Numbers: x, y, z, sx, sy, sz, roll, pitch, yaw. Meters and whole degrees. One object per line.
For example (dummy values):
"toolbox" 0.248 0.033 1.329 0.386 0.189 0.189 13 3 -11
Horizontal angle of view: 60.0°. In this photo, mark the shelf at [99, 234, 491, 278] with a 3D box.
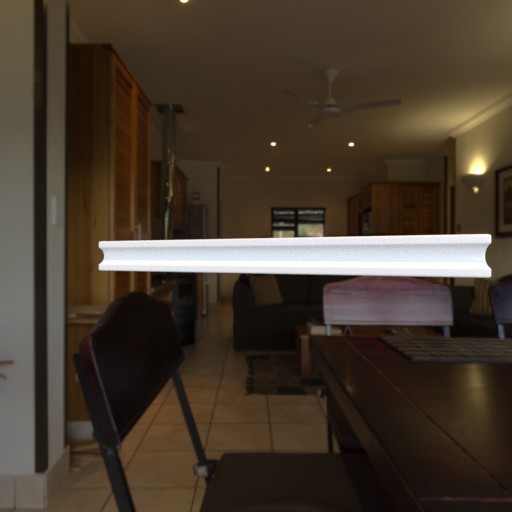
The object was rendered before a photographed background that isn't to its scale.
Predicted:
"shelf" 0.000 0.000 0.442 0.296 0.035 0.296 0 0 -19
